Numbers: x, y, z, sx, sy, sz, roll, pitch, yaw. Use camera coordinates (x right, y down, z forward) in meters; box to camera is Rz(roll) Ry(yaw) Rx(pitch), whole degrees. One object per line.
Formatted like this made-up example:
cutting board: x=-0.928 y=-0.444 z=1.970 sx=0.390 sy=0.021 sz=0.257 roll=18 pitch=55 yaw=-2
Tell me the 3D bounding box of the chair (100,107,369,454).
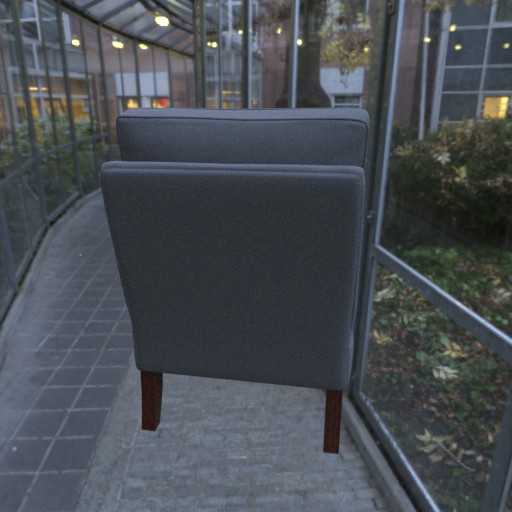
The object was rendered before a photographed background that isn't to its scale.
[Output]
chair: x=0.000 y=0.000 z=1.649 sx=0.724 sy=1.045 sz=0.924 roll=3 pitch=18 yaw=9
